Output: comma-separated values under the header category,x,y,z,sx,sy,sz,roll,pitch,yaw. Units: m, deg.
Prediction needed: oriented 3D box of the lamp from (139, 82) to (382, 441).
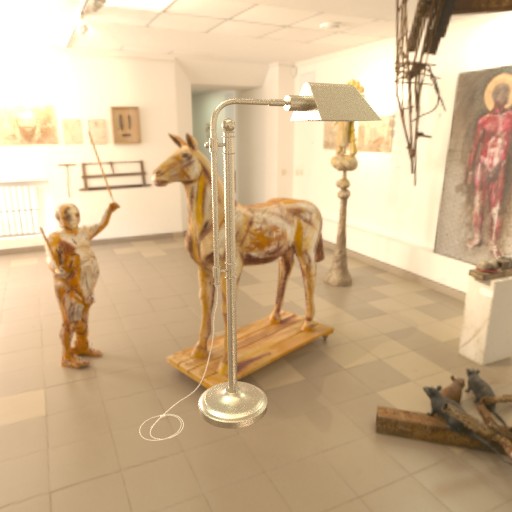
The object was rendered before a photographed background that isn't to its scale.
category,x,y,z,sx,sy,sz,roll,pitch,yaw
lamp,0.000,0.000,0.952,0.546,0.708,0.159,-8,18,-25
